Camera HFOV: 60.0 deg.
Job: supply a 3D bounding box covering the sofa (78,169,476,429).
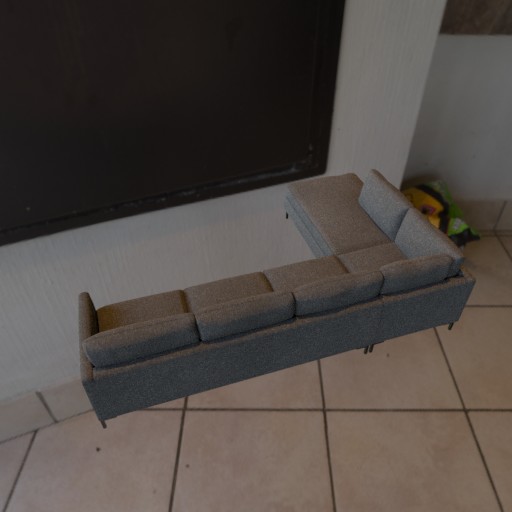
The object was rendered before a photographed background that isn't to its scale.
[{"bbox_3d":[0.000,0.000,3.872,2.949,0.815,2.007,-12,42,-13],"label":"sofa"}]
